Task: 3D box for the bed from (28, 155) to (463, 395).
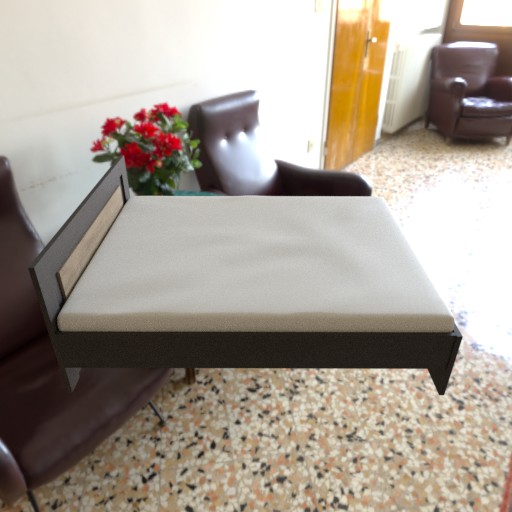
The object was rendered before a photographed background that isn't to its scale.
[{"bbox_3d":[0.000,0.000,2.901,2.073,0.823,1.585,0,31,0],"label":"bed"}]
